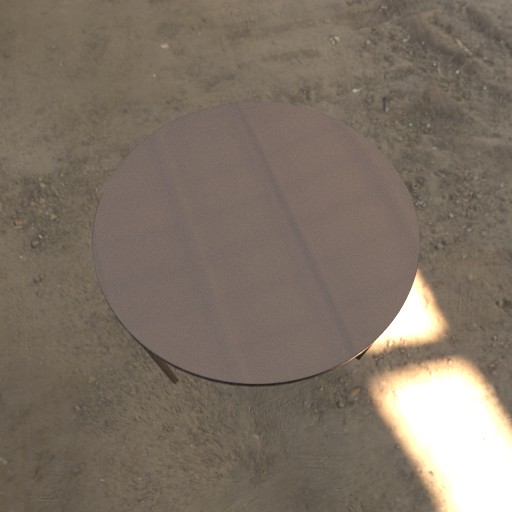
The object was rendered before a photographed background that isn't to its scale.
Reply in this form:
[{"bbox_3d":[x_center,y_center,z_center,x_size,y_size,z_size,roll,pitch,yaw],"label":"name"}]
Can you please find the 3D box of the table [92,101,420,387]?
[{"bbox_3d":[0.000,0.000,1.271,0.800,0.400,0.800,0,63,0],"label":"table"}]
